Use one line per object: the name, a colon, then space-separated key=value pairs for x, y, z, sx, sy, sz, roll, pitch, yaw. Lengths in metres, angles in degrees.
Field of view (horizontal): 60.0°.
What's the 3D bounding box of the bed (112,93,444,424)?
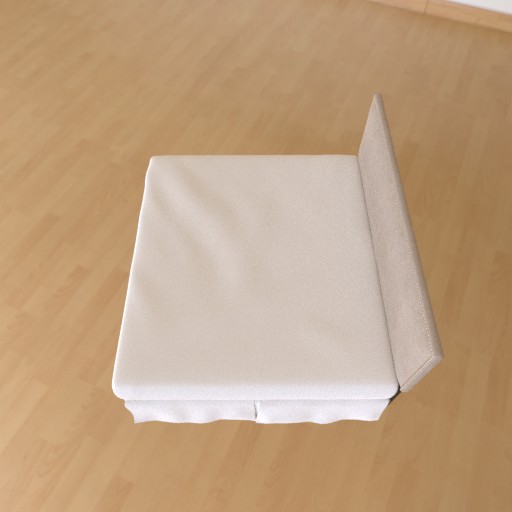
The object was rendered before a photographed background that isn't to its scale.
bed: x=0.000 y=0.000 z=3.370 sx=1.914 sy=1.346 sz=2.170 roll=0 pitch=58 yaw=0
